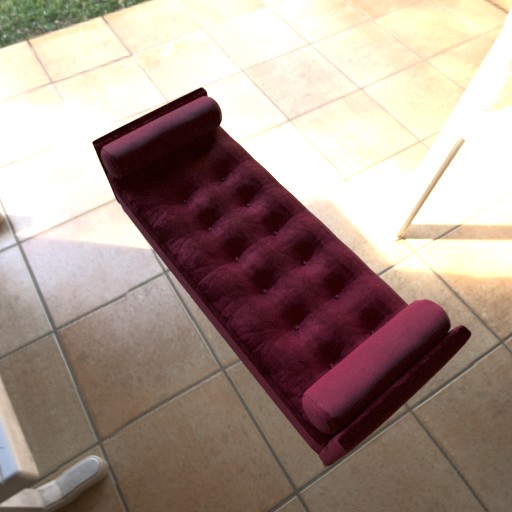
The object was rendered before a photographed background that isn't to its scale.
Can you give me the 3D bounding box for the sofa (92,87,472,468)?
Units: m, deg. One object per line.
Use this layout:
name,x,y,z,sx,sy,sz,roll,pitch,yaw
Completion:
sofa,0.000,0.000,2.472,0.796,0.705,2.102,-34,65,-19
